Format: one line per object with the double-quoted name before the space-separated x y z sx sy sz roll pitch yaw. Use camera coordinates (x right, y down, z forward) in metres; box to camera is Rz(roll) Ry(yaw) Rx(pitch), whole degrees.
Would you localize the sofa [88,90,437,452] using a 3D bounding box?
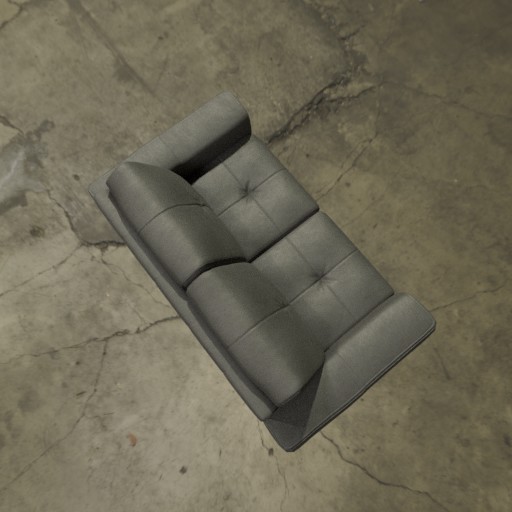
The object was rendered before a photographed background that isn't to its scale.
"sofa" 0.000 0.000 2.431 1.018 0.907 1.806 -38 78 -9
